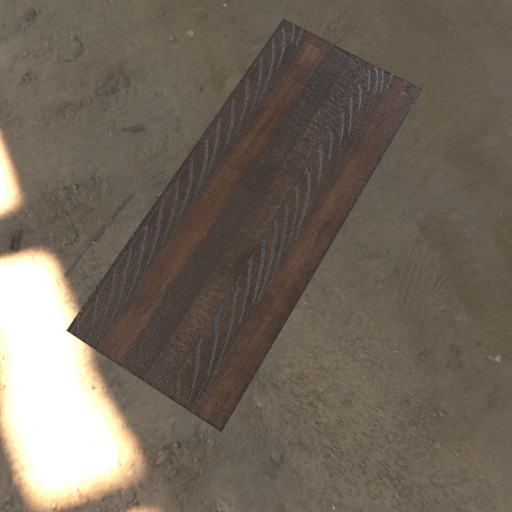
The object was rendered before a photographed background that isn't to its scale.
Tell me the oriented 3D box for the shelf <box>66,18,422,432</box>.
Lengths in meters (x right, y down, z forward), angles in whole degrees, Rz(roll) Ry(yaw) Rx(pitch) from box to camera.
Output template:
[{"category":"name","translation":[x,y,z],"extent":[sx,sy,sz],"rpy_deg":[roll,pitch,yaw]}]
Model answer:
[{"category":"shelf","translation":[0.000,0.000,1.368],"extent":[0.352,0.947,0.822],"rpy_deg":[30,78,7]}]
